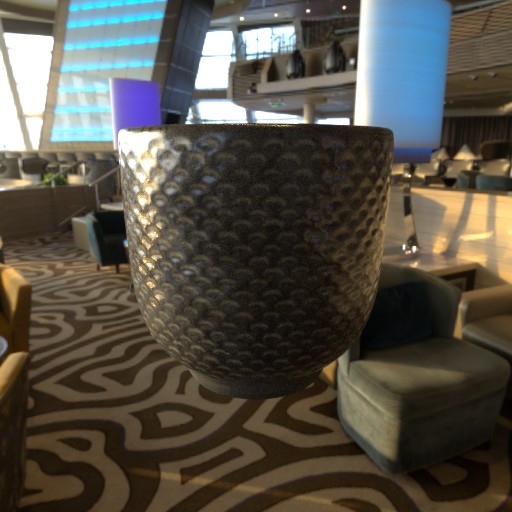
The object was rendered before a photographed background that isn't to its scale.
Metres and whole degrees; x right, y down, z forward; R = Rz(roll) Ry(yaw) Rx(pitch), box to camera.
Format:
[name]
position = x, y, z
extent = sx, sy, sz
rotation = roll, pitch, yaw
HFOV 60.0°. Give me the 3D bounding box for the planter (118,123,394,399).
[planter]
position = 0.000, 0.000, 0.350
extent = 0.197, 0.191, 0.197
rotation = 0, 13, 0
